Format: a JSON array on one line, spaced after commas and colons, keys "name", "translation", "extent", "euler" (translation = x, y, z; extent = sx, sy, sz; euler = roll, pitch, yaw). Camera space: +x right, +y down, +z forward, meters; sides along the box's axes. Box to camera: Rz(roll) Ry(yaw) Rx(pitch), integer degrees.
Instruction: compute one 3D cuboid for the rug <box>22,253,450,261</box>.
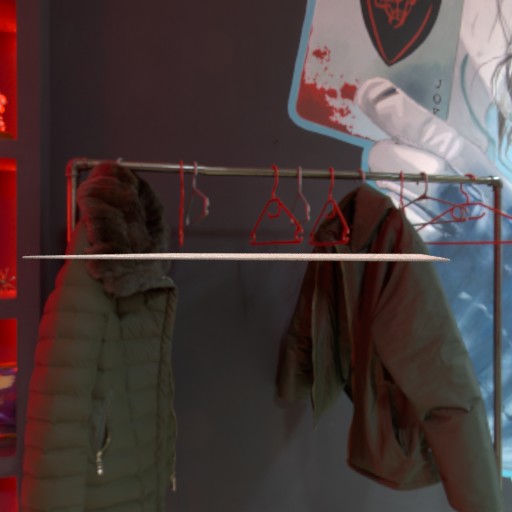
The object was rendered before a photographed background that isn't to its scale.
[{"name": "rug", "translation": [0.000, 0.000, 3.923], "extent": [2.895, 0.018, 2.288], "euler": [0, 1, 17]}]
